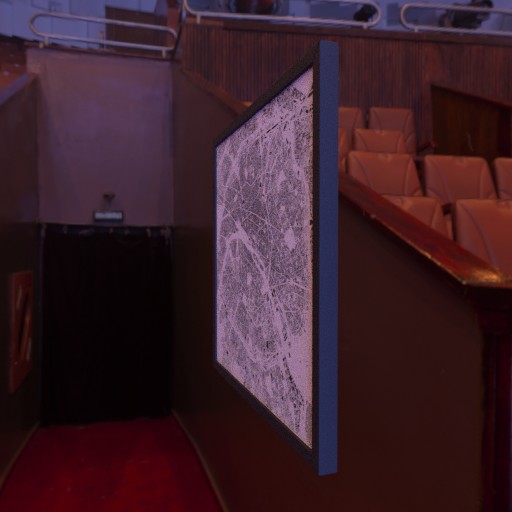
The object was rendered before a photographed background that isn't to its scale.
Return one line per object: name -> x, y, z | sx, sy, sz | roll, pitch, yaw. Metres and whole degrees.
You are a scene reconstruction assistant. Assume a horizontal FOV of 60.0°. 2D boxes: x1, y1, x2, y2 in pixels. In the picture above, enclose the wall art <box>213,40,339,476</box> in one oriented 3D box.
wall art -> 0.000, 0.000, 1.139 | 0.037, 0.763, 0.763 | 0, 1, -20
